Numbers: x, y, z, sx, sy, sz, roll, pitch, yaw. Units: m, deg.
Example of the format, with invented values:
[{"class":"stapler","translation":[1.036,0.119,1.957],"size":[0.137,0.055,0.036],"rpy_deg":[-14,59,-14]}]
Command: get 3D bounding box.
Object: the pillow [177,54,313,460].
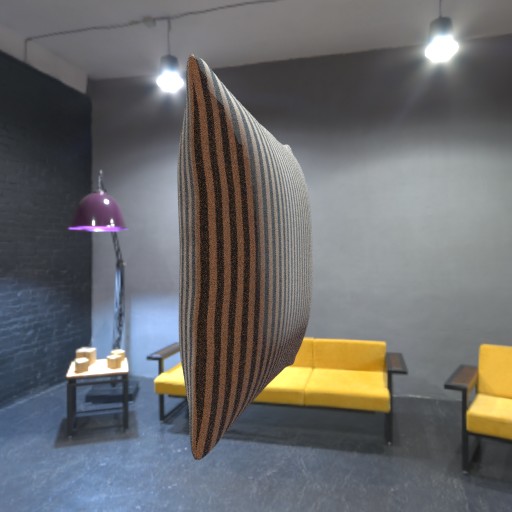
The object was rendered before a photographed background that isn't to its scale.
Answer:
[{"class":"pillow","translation":[0.000,0.000,0.792],"size":[0.166,0.510,0.523],"rpy_deg":[0,1,17]}]
